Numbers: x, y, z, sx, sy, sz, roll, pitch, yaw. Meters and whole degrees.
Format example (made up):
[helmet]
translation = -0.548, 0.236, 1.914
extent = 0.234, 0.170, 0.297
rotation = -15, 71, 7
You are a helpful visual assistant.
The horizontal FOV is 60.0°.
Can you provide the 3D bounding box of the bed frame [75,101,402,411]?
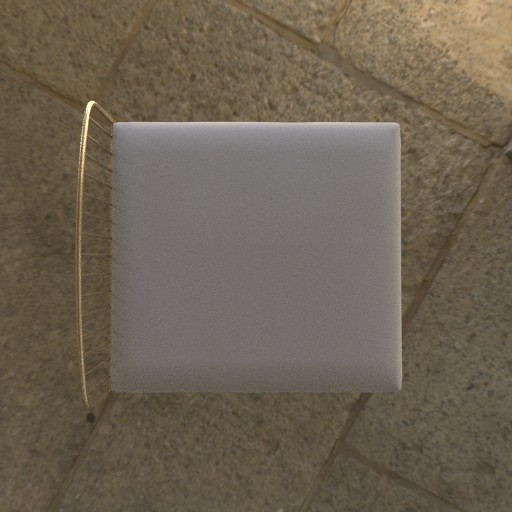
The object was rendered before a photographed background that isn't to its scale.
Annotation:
[bed frame]
translation = 0.000, 0.000, 3.210
extent = 2.152, 1.174, 2.016
rotation = 0, 89, 0
